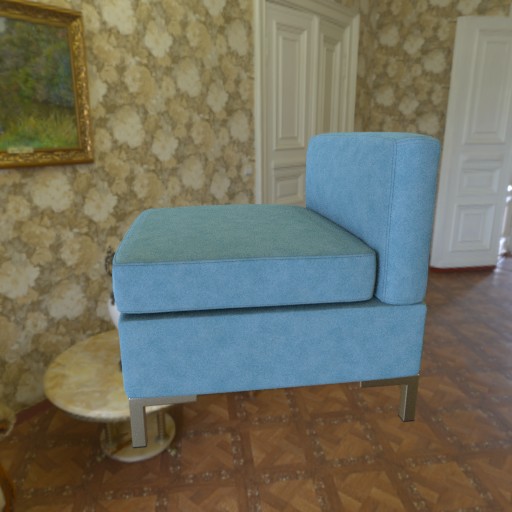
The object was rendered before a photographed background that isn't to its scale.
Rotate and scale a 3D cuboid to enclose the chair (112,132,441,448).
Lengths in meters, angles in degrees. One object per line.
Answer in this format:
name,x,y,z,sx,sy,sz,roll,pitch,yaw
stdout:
chair,0.000,0.000,1.225,0.685,0.660,0.684,-2,15,-8
